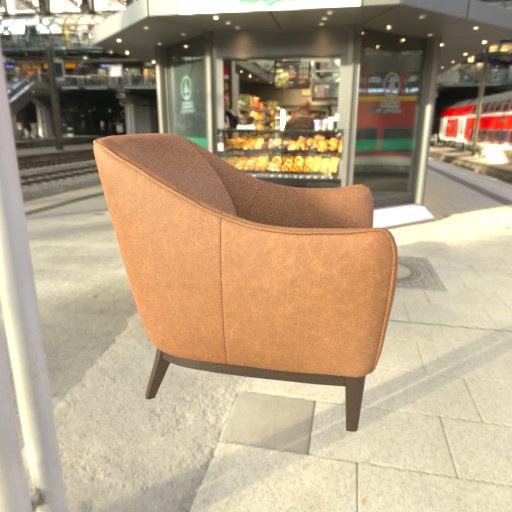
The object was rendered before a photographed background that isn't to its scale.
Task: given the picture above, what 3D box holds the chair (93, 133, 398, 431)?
[{"bbox_3d":[0.000,0.000,1.563,0.852,0.830,0.871,3,17,10],"label":"chair"}]
